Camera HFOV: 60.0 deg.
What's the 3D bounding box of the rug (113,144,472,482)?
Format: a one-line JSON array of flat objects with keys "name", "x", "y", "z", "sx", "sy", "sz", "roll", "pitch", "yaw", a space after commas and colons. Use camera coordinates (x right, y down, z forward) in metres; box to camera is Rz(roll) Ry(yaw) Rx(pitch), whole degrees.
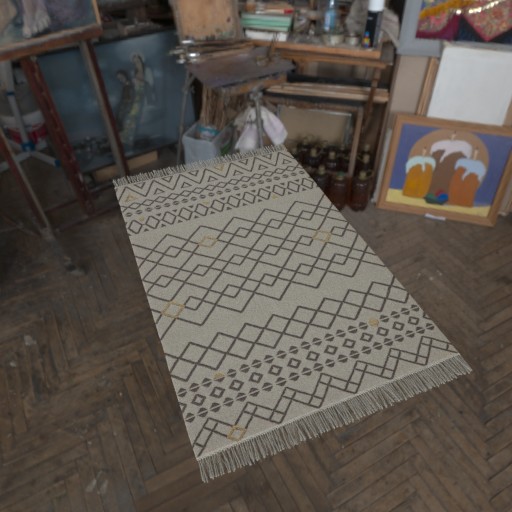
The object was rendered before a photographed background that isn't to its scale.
[{"name": "rug", "x": 0.000, "y": 0.000, "z": 2.947, "sx": 1.495, "sy": 0.035, "sz": 2.472, "roll": -16, "pitch": 47, "yaw": -15}]
